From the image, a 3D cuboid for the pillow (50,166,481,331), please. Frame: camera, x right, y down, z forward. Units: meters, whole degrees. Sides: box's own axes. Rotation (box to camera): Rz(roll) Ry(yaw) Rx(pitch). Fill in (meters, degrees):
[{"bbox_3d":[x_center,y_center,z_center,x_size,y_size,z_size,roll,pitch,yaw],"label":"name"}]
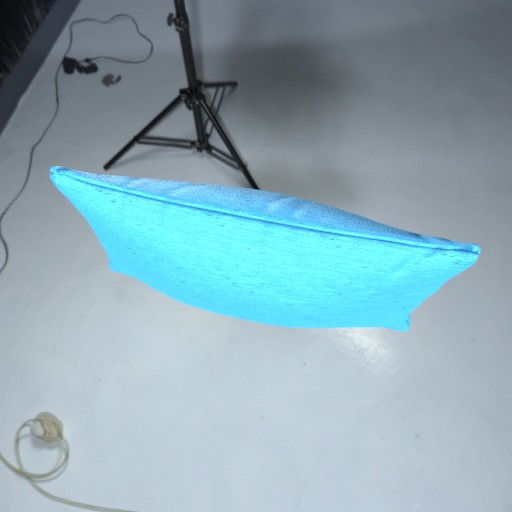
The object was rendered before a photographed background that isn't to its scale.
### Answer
[{"bbox_3d":[0.000,0.000,0.780,0.633,0.338,0.210,11,64,5],"label":"pillow"}]
